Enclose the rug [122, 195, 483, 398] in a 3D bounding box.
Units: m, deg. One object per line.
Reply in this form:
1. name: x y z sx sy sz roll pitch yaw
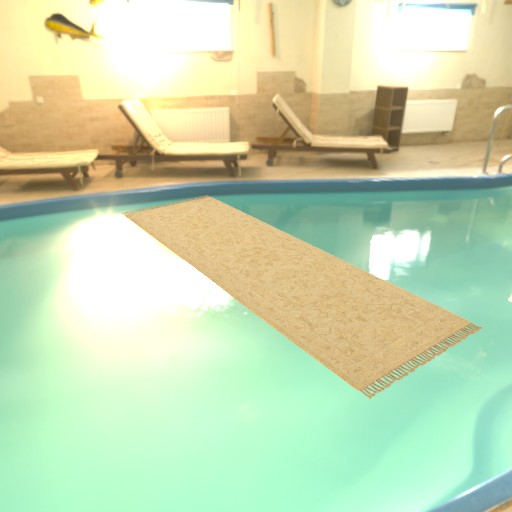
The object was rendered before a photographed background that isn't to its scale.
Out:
1. rug: 0.000 0.000 2.813 0.795 0.015 2.544 -17 30 -32
